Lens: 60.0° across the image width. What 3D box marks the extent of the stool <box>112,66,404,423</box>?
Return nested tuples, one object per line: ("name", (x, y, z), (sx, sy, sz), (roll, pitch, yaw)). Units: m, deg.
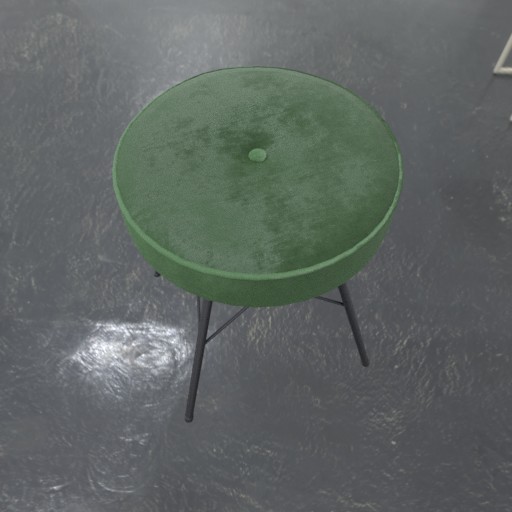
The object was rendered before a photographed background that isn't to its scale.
("stool", (0.000, 0.000, 0.891), (0.457, 0.595, 0.430), (-15, 59, -9))
